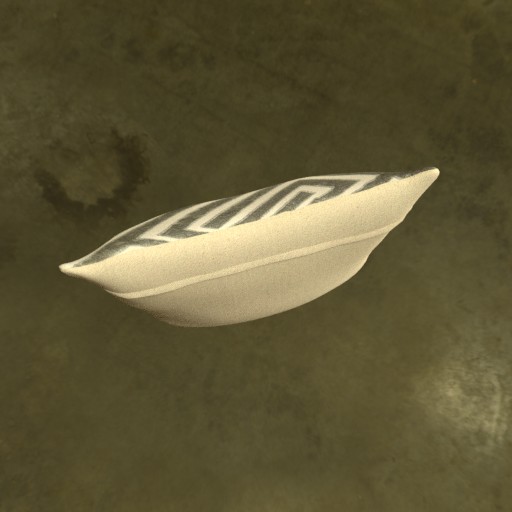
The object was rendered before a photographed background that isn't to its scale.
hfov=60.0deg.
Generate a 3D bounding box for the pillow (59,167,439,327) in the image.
[{"bbox_3d":[0.000,0.000,0.691,0.440,0.441,0.182,-15,79,-3],"label":"pillow"}]
